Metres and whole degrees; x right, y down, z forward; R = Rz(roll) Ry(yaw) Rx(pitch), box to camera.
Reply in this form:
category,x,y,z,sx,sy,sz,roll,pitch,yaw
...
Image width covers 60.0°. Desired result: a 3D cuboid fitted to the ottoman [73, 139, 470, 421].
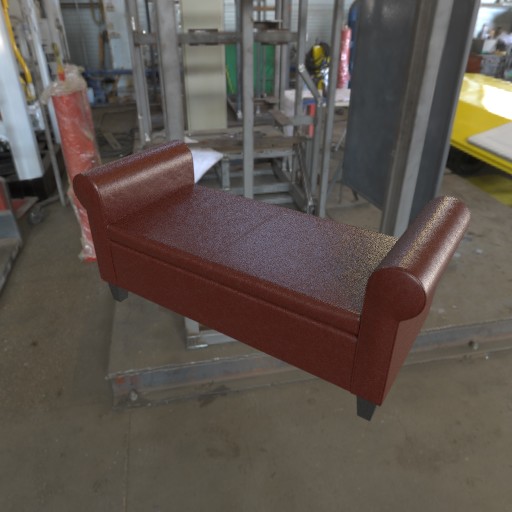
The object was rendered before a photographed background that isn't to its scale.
category,x,y,z,sx,sy,sz,roll,pitch,yaw
ottoman,0.000,0.000,1.591,1.256,0.547,0.521,19,36,28
